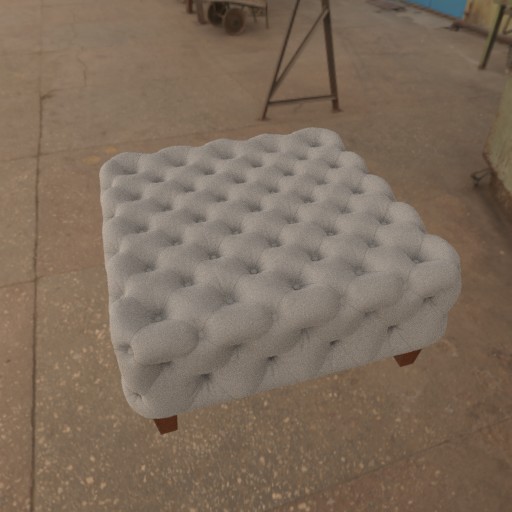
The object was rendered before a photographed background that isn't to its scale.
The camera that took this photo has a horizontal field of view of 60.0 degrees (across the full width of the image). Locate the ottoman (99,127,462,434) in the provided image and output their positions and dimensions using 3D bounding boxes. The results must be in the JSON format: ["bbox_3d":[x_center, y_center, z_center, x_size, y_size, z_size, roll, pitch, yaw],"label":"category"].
[{"bbox_3d":[0.000,0.000,1.444,0.911,0.439,0.917,-11,41,-13],"label":"ottoman"}]
